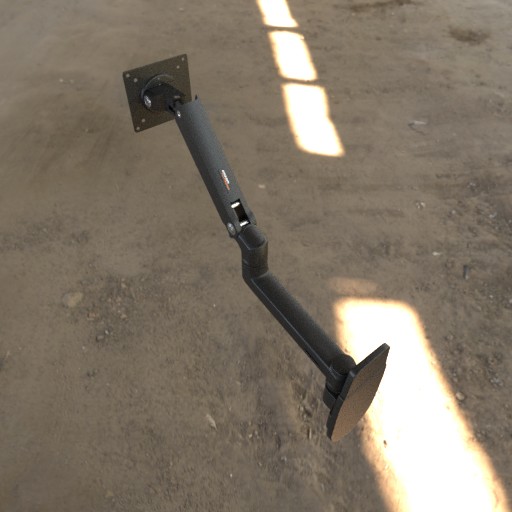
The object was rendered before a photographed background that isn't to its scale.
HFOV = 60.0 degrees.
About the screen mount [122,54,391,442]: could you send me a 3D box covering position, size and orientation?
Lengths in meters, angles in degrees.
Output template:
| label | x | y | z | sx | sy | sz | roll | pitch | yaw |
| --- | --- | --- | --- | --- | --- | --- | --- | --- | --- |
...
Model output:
| label | x | y | z | sx | sy | sz | roll | pitch | yaw |
| --- | --- | --- | --- | --- | --- | --- | --- | --- | --- |
| screen mount | 0.000 | 0.000 | 0.720 | 0.115 | 0.466 | 0.495 | -30 | 53 | -26 |
